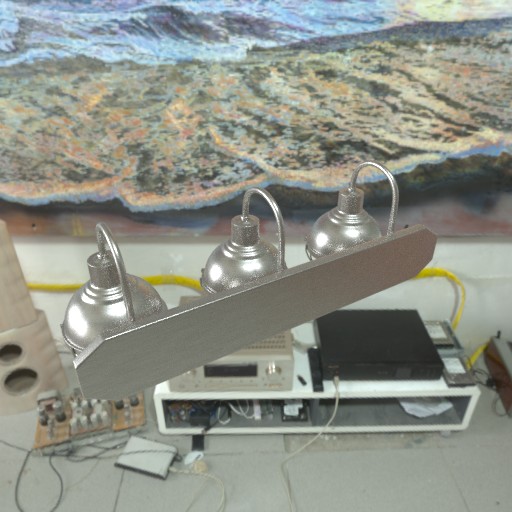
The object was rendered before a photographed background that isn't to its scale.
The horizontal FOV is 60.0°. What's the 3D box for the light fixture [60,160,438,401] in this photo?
[{"bbox_3d":[0.000,0.000,0.744,0.634,0.254,0.229,-17,35,-27],"label":"light fixture"}]
